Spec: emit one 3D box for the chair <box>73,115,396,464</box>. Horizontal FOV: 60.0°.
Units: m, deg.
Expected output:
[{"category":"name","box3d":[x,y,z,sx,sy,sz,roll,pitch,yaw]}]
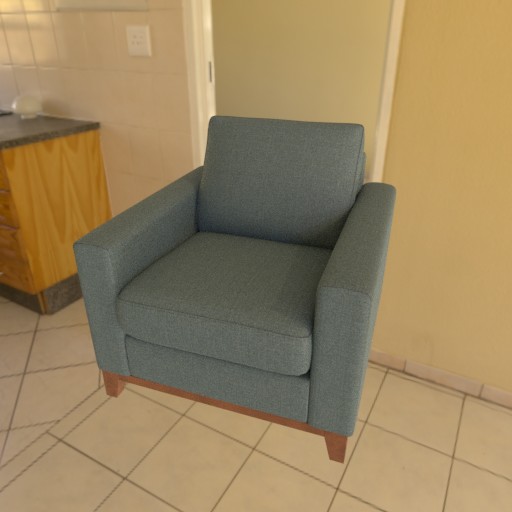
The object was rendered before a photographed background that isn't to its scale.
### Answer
[{"category":"chair","box3d":[0.000,0.000,1.857,1.024,1.010,1.038,9,29,17]}]
